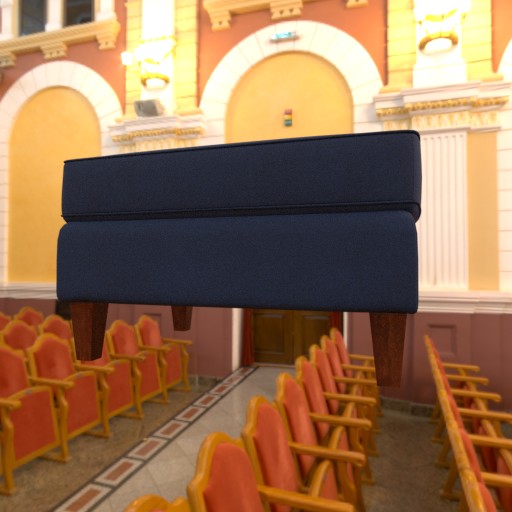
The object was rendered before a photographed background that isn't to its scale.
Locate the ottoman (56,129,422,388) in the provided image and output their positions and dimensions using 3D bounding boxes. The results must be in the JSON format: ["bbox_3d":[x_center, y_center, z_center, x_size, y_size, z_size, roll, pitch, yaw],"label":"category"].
[{"bbox_3d":[0.000,0.000,1.385,0.965,0.584,0.686,0,-1,19],"label":"ottoman"}]
